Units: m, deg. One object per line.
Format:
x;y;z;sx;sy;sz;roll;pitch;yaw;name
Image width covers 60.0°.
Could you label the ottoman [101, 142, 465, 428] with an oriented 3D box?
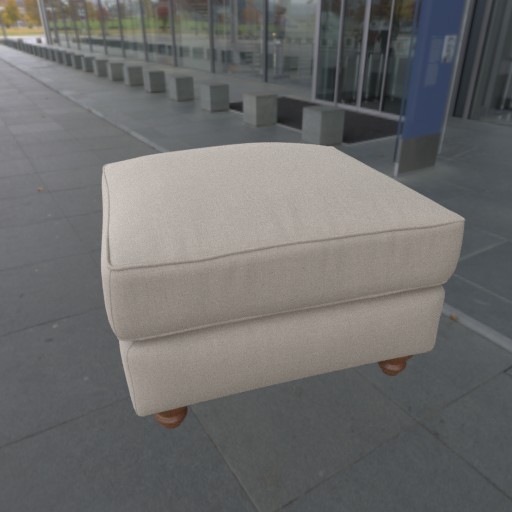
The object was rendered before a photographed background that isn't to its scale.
0.000;0.000;1.135;0.716;0.505;0.662;-8;29;-15;ottoman
